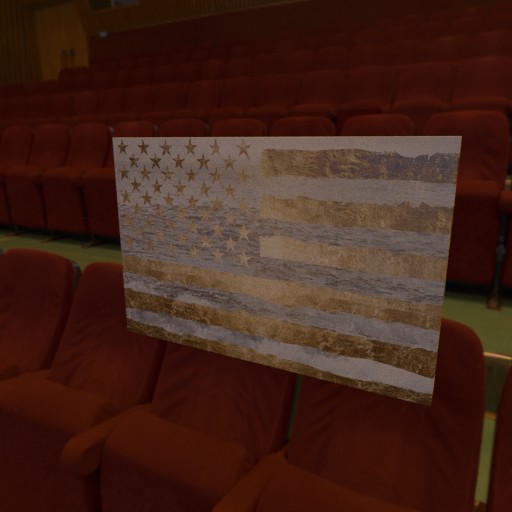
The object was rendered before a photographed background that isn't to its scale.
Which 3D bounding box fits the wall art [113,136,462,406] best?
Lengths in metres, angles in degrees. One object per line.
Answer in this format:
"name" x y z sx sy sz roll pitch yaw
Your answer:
"wall art" 0.000 0.000 1.178 0.932 0.610 0.027 7 16 26
